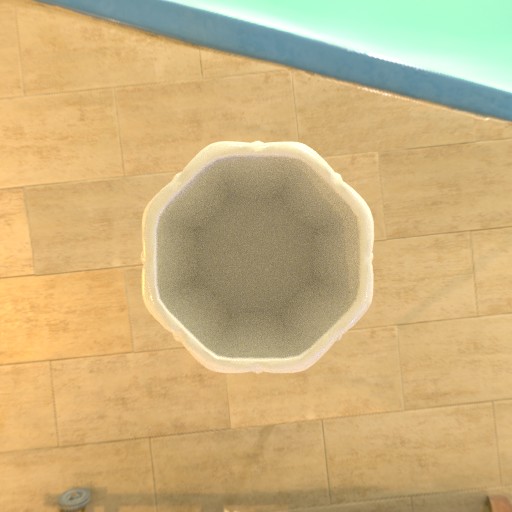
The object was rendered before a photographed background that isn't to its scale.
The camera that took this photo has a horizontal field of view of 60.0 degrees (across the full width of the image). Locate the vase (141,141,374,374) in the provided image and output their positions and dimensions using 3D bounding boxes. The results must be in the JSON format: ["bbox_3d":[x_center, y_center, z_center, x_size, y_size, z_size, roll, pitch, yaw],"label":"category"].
[{"bbox_3d":[0.000,0.000,0.266,0.141,0.152,0.141,0,91,-1],"label":"vase"}]
